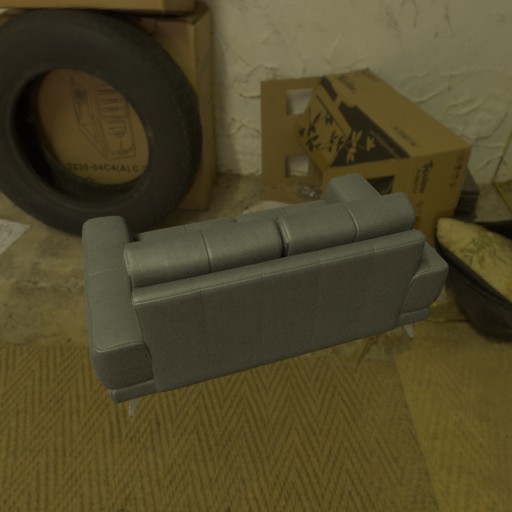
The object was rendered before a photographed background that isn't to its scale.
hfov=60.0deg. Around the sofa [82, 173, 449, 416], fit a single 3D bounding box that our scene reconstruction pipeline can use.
[{"bbox_3d":[0.000,0.000,2.447,1.806,0.907,1.018,-12,42,-14],"label":"sofa"}]
